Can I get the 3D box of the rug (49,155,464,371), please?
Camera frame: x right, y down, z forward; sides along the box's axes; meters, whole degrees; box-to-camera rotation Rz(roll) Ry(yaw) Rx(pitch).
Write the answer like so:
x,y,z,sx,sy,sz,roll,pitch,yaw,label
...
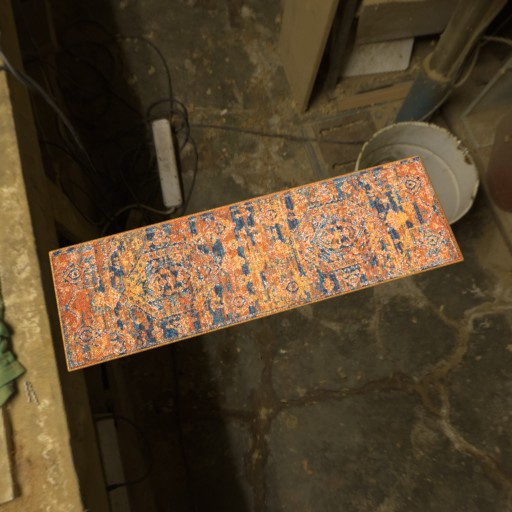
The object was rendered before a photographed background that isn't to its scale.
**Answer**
x,y,z,sx,sy,sz,roll,pitch,yaw,label
0.000,0.000,2.027,1.820,0.013,0.556,-15,75,-4,rug
